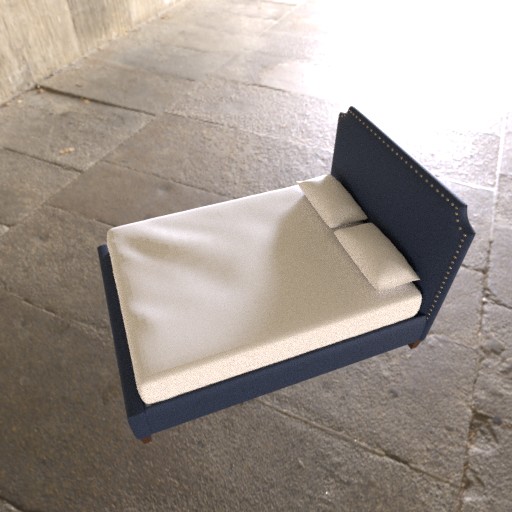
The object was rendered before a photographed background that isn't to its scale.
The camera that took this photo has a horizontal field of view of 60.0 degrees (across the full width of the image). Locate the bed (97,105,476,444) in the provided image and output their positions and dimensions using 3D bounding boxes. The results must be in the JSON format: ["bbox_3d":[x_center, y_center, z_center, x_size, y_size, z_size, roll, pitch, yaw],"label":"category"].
[{"bbox_3d":[0.000,0.000,3.456,2.372,1.443,1.712,-15,47,-14],"label":"bed"}]
